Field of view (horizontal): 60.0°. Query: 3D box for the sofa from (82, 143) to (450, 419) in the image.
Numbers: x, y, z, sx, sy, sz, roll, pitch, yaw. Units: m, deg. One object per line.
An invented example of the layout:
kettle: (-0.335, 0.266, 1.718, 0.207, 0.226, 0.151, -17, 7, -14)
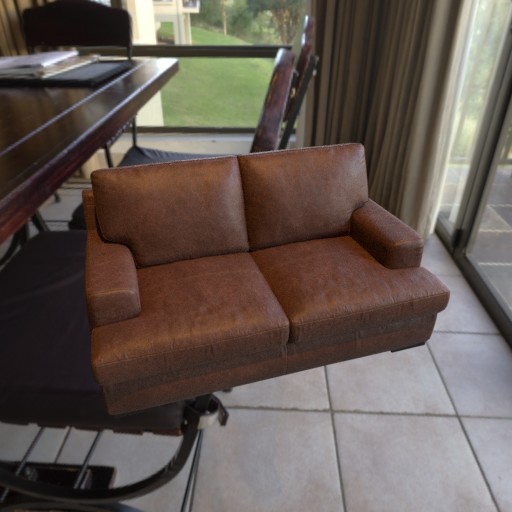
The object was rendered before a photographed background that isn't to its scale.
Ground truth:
sofa: (0.000, 0.000, 2.525, 1.880, 0.939, 1.143, -9, 33, -14)
